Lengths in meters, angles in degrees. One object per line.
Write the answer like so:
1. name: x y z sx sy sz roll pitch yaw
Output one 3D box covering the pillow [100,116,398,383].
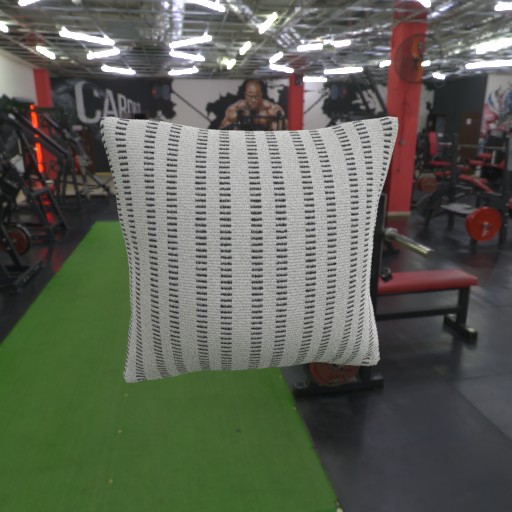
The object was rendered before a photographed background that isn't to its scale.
1. pillow: 0.000 0.000 0.696 0.438 0.419 0.247 -2 17 -8
